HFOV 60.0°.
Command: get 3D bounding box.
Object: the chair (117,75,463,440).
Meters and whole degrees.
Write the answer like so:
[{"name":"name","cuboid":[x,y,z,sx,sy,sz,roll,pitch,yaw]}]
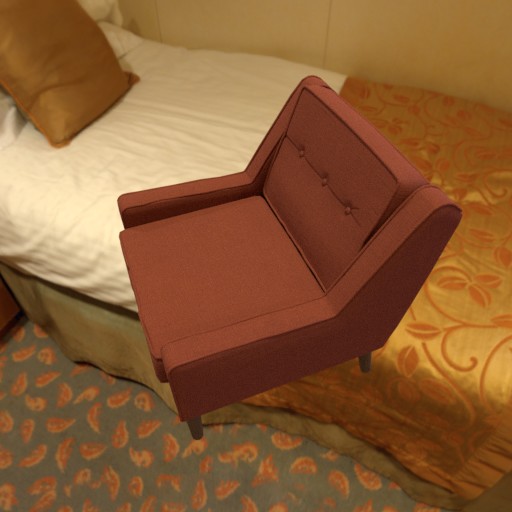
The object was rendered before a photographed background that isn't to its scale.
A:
[{"name":"chair","cuboid":[0.000,0.000,1.374,0.770,0.812,0.680,-17,50,-15]}]
